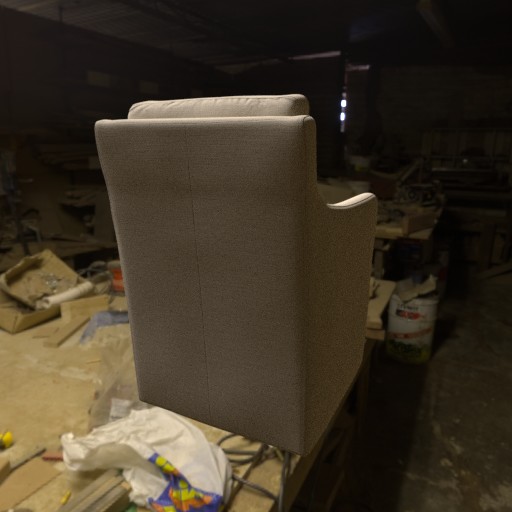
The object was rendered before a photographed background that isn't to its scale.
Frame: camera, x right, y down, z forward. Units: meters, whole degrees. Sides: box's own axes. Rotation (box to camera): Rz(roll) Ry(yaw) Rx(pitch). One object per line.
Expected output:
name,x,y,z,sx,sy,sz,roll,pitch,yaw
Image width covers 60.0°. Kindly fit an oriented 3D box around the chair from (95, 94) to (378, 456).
chair,0.000,0.000,1.394,0.626,0.914,0.694,8,17,26
